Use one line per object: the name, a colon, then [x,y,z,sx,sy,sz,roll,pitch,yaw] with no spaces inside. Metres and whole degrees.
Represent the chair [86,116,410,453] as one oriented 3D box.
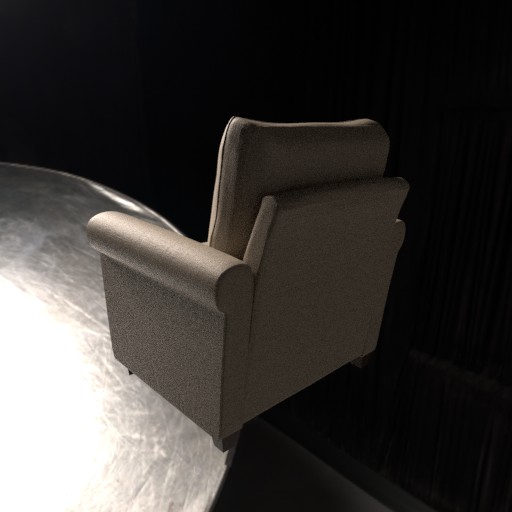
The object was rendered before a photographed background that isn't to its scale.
chair: [0.000,0.000,2.278,1.275,1.349,1.180,-15,22,-41]
